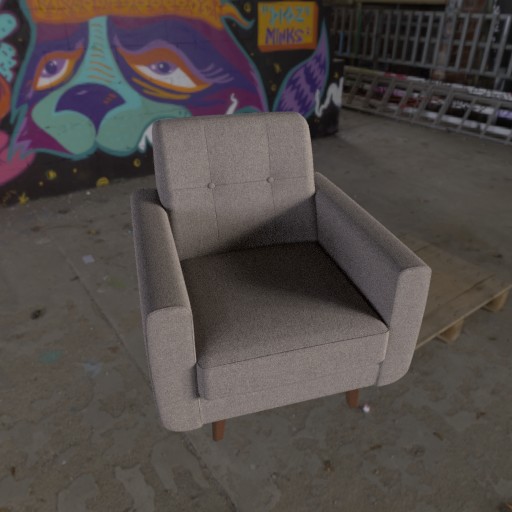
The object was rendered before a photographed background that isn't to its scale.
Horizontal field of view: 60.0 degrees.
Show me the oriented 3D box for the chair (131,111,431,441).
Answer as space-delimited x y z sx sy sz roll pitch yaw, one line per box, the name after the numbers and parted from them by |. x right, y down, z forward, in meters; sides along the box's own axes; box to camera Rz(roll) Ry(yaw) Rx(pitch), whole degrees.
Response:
0.000 0.000 1.590 0.831 0.839 0.907 -8 31 -14 | chair
